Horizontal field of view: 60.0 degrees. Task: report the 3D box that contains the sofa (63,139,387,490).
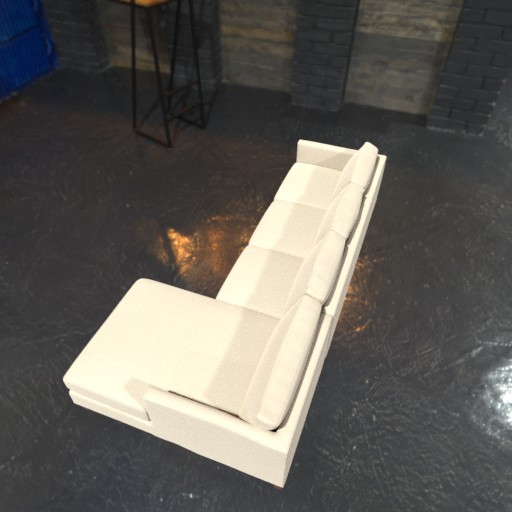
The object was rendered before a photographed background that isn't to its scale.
[{"bbox_3d":[0.000,0.000,3.830,1.625,0.861,3.186,15,47,15],"label":"sofa"}]
